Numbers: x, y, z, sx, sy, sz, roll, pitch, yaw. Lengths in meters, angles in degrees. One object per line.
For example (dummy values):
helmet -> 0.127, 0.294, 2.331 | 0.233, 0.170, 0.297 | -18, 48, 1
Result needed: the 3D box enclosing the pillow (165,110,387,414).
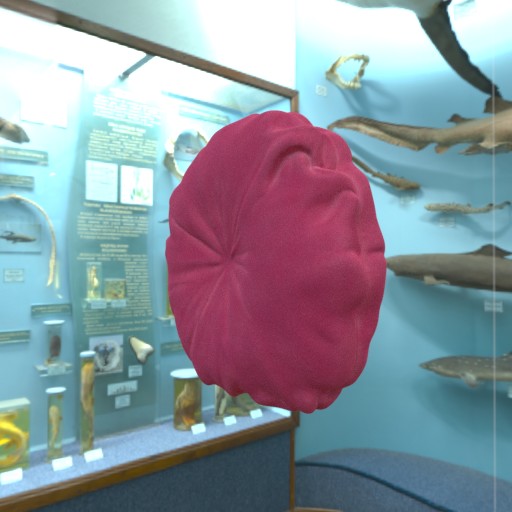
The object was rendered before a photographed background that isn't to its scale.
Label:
pillow -> 0.000, 0.000, 0.645 | 0.148, 0.407, 0.428 | 0, -1, -37
